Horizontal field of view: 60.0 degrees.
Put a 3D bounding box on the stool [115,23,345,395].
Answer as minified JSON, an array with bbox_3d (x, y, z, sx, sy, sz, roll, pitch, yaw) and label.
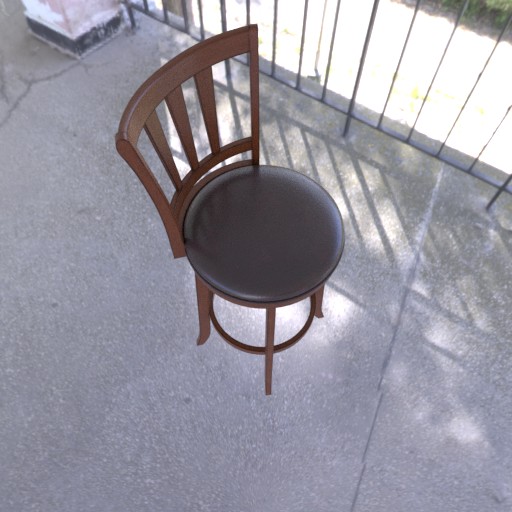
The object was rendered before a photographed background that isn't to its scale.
[{"bbox_3d":[0.000,0.000,1.384,0.503,1.177,0.464,32,65,17],"label":"stool"}]
